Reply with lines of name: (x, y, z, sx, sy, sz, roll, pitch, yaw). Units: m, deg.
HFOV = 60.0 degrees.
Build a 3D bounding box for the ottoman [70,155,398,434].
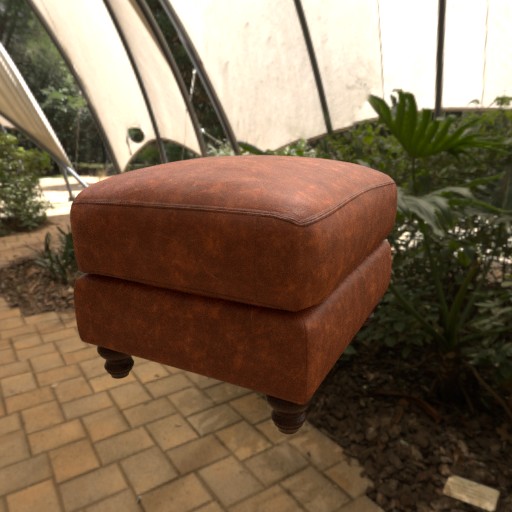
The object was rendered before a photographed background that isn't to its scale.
ottoman: (0.000, 0.000, 1.275, 0.657, 0.562, 0.832, 8, 17, 26)
